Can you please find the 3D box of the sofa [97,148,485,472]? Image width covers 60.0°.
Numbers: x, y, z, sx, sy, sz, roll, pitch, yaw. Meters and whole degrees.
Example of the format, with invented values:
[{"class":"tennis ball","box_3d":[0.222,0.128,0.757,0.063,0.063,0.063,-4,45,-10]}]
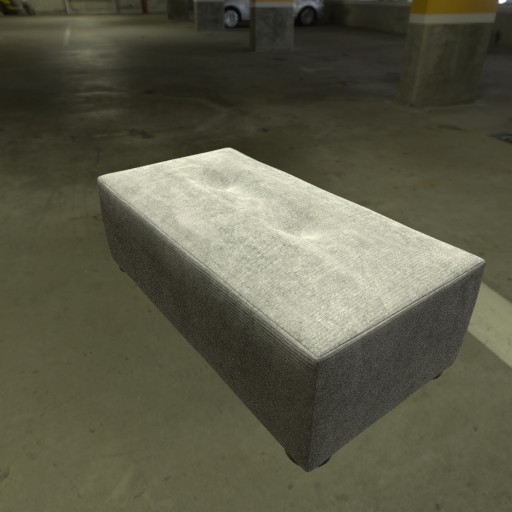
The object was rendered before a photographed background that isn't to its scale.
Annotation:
[{"class":"sofa","box_3d":[0.000,0.000,1.131,0.480,0.330,0.930,-21,37,-31]}]
